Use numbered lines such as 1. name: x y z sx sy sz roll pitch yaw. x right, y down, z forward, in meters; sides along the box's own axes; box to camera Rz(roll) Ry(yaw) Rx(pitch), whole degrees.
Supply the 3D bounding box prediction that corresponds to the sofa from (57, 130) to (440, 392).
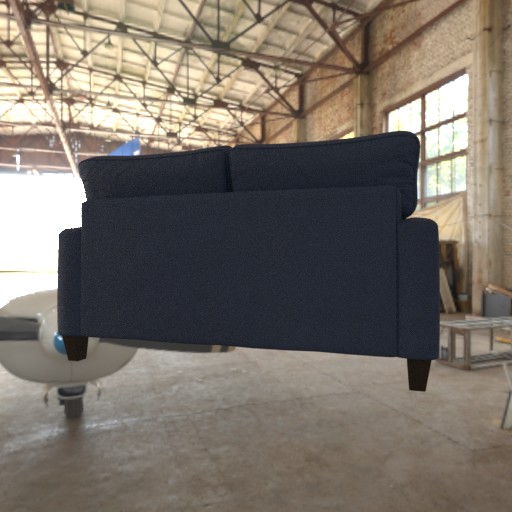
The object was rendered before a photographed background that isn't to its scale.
1. sofa: 0.000 0.000 2.222 1.651 0.965 0.965 0 0 18
